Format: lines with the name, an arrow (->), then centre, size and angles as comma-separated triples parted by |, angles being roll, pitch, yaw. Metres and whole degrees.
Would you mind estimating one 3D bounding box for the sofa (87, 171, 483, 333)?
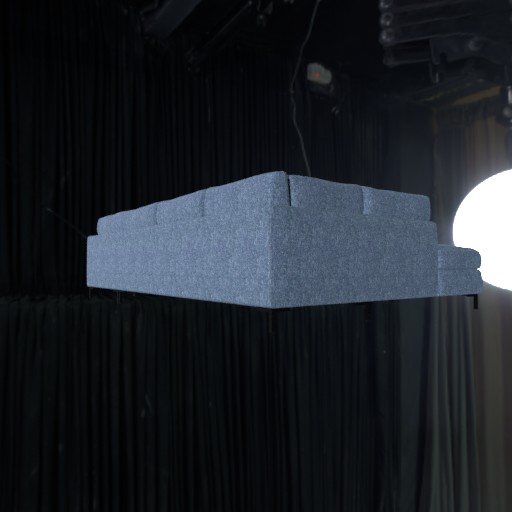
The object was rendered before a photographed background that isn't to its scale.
sofa -> 0.000, 0.000, 3.571 | 1.879, 0.756, 2.737 | 1, -2, -37
